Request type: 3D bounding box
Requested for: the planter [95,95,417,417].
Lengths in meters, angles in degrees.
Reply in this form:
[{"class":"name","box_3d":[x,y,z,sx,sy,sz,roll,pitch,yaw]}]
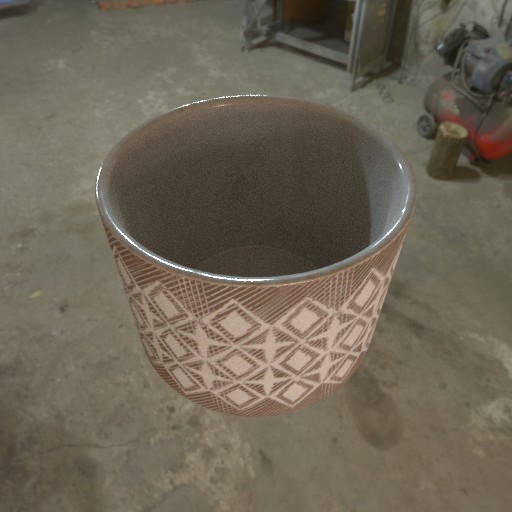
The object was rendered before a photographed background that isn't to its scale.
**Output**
[{"class":"planter","box_3d":[0.000,0.000,0.216,0.126,0.104,0.126,0,46,0]}]
